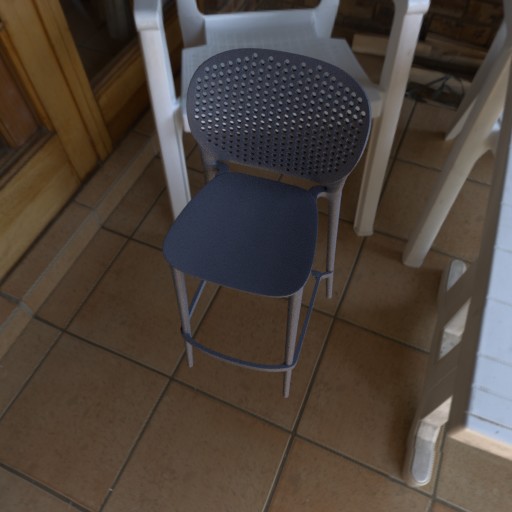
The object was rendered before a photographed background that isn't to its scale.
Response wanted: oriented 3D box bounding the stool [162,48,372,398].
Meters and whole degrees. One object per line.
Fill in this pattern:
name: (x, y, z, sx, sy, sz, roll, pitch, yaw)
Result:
stool: (0.000, 0.000, 1.374, 0.536, 1.045, 0.535, 15, 59, 9)
